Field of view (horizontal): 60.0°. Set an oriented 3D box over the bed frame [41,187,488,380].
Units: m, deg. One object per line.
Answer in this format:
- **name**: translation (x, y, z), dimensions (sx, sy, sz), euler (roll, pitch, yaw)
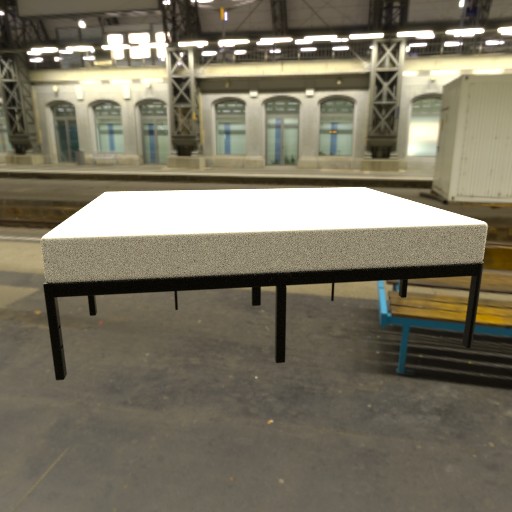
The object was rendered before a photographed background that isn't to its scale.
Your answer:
- **bed frame**: translation (0.000, 0.000, 2.789), dimensions (2.072, 0.659, 1.557), euler (-2, 15, -9)
